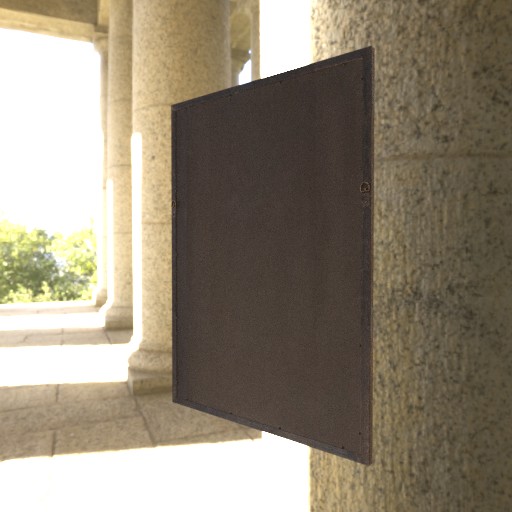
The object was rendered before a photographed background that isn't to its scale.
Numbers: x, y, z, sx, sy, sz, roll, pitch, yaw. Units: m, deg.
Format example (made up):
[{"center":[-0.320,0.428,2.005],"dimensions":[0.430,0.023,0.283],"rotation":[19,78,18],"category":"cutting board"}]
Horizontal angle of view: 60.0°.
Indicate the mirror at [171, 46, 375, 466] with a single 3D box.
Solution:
[{"center":[0.000,0.000,1.274],"dimensions":[0.705,0.996,0.025],"rotation":[1,2,38],"category":"mirror"}]
